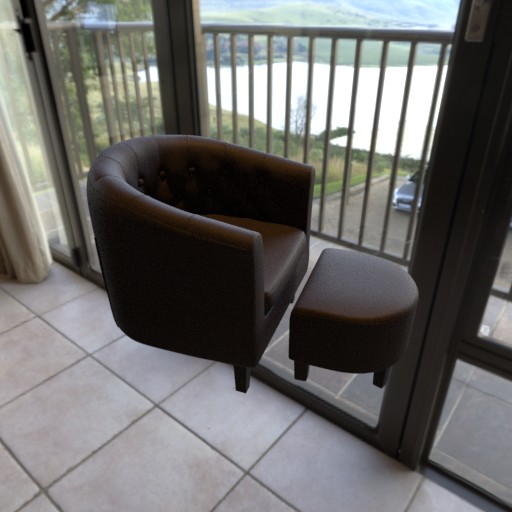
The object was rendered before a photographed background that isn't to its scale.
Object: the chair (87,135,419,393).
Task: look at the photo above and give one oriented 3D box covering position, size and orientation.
[{"bbox_3d":[0.000,0.000,1.679,1.191,0.760,0.763,10,31,18],"label":"chair"}]
